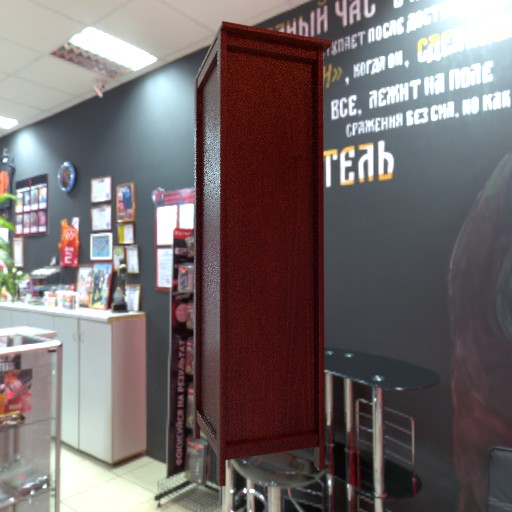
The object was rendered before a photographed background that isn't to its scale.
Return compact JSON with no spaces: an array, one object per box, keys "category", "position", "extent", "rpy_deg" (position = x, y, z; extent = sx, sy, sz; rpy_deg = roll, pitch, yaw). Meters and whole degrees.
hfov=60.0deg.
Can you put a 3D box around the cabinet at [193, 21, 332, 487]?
[{"category":"cabinet","position":[0.000,0.000,1.726],"extent":[0.401,1.518,0.500],"rpy_deg":[0,-1,-19]}]
